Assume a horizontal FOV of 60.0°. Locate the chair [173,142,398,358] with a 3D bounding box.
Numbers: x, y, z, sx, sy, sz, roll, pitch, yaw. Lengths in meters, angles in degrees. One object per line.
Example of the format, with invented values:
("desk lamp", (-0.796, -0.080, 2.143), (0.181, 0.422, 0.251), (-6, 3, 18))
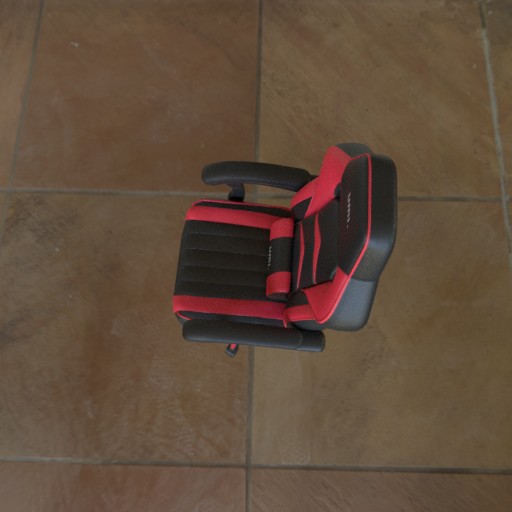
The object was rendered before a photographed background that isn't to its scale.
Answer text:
("chair", (0.000, 0.000, 1.642), (0.700, 1.220, 0.700), (4, 75, 1))
